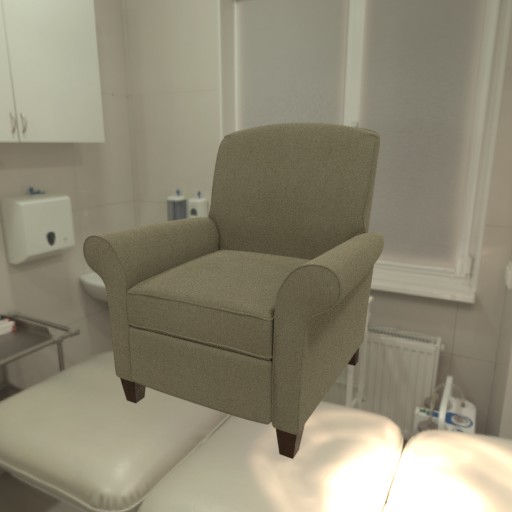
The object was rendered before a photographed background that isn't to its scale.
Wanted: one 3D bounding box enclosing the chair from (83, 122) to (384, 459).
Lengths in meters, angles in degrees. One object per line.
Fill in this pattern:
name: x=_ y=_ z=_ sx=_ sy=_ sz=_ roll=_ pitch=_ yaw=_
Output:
chair: x=0.000 y=0.000 z=1.784 sx=0.978 sy=1.061 sz=0.905 roll=7 pitch=16 yaw=27
